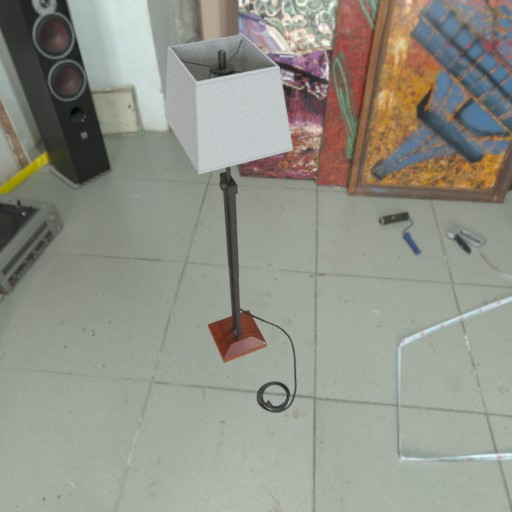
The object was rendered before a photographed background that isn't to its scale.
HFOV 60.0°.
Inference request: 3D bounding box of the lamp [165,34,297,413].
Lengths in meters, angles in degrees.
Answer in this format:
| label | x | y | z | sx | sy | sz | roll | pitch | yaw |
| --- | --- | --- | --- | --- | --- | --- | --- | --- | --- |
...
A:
| label | x | y | z | sx | sy | sz | roll | pitch | yaw |
| --- | --- | --- | --- | --- | --- | --- | --- | --- | --- |
| lamp | 0.000 | 0.000 | 1.997 | 0.472 | 1.712 | 0.745 | -18 | 49 | -16 |
